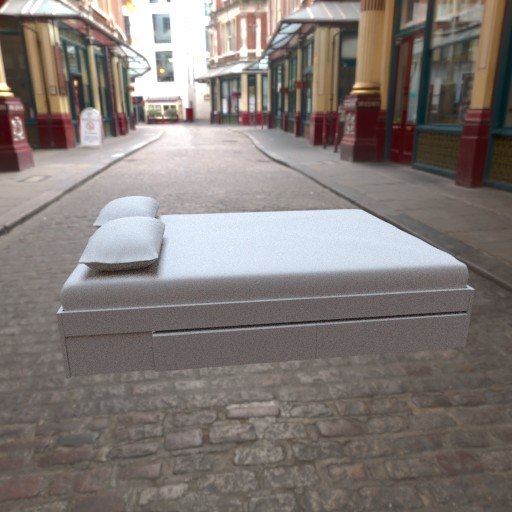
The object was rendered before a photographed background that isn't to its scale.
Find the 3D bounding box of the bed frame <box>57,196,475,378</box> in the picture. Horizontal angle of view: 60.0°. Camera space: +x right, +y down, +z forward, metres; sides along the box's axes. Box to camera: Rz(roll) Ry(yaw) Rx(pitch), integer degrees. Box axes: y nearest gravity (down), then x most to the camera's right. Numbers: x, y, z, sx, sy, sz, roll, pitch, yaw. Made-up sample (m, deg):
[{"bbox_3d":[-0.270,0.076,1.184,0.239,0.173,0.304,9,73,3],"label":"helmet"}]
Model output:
[{"bbox_3d":[0.000,0.000,2.715,1.950,0.629,1.450,-3,18,-8],"label":"bed frame"}]
